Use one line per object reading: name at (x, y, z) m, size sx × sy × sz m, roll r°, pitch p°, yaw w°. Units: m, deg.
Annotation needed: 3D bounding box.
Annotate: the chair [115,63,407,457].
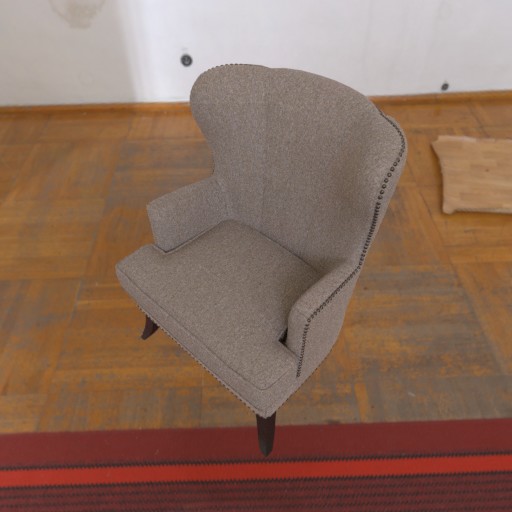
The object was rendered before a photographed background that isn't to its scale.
chair at (0.000, 0.000, 1.589) m, size 0.759 × 1.060 × 0.758 m, roll 34°, pitch 56°, yaw 28°
